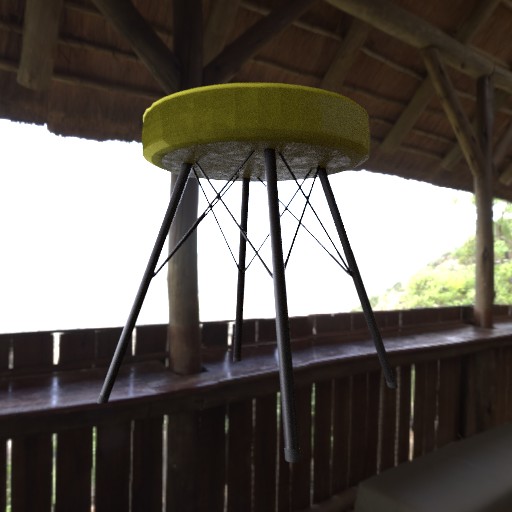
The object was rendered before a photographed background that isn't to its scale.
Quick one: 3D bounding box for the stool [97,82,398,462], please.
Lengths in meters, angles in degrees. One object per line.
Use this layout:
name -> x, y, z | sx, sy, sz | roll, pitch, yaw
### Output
stool -> 0.000, 0.000, 0.817 | 0.409, 0.508, 0.409 | 0, -1, 35
